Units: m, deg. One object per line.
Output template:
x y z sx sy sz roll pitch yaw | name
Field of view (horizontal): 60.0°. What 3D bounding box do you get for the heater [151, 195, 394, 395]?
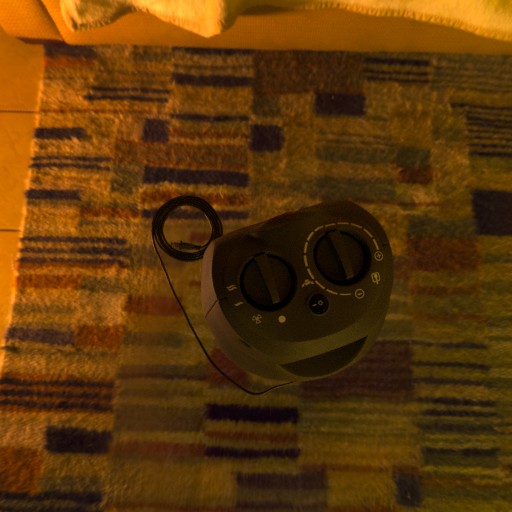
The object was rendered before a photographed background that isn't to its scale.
0.000 0.000 0.478 0.239 0.255 0.291 -18 77 -4 | heater
